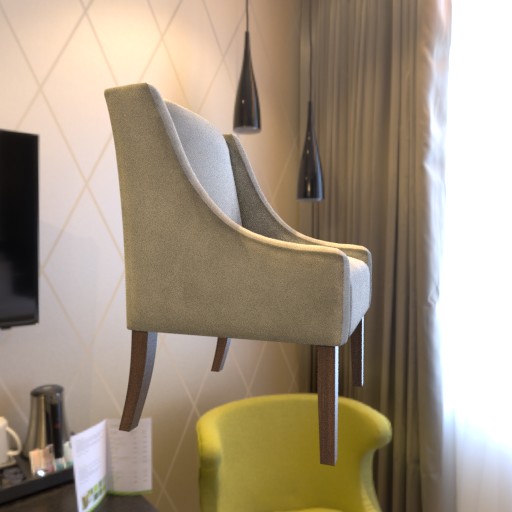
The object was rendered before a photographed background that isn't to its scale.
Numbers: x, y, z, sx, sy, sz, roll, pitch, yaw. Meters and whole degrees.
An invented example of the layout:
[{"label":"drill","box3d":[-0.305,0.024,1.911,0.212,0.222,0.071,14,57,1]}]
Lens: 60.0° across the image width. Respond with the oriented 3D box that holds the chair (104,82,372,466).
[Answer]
[{"label":"chair","box3d":[0.000,0.000,1.329,0.629,0.895,0.629,1,2,19]}]
